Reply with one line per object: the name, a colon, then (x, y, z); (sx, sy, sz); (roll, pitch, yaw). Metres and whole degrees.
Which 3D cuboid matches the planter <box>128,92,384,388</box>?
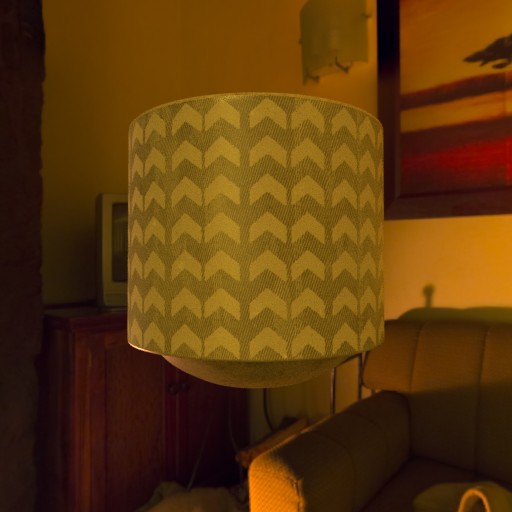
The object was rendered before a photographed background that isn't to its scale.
planter: (0.000, 0.000, 0.451); (0.250, 0.239, 0.250); (0, -1, 0)
